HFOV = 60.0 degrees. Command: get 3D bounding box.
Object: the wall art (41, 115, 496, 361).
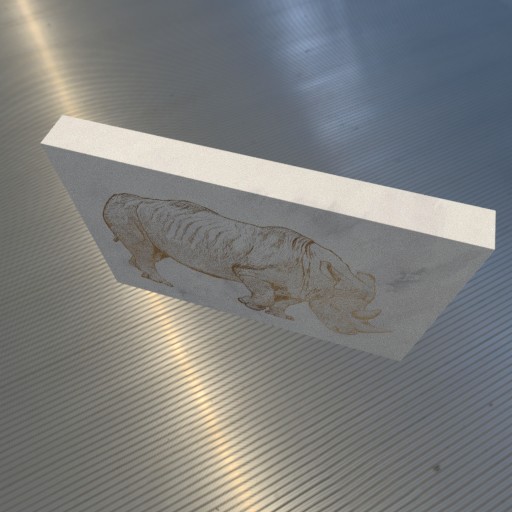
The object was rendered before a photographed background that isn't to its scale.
[{"bbox_3d":[0.000,0.000,0.474,0.381,0.254,0.038,14,59,9],"label":"wall art"}]
